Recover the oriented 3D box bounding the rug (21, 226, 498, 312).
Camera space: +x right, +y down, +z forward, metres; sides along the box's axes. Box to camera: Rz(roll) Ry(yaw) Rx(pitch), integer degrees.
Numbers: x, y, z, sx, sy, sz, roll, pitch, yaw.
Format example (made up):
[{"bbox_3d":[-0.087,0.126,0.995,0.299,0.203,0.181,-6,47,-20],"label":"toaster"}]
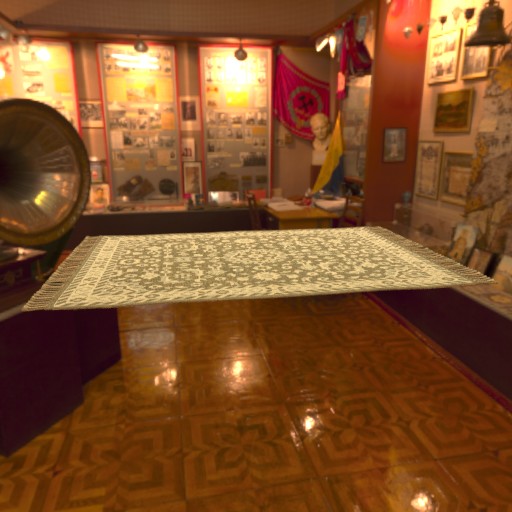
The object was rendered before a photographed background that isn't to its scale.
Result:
[{"bbox_3d":[0.000,0.000,2.922,2.431,0.025,1.530,-3,16,-9],"label":"rug"}]
